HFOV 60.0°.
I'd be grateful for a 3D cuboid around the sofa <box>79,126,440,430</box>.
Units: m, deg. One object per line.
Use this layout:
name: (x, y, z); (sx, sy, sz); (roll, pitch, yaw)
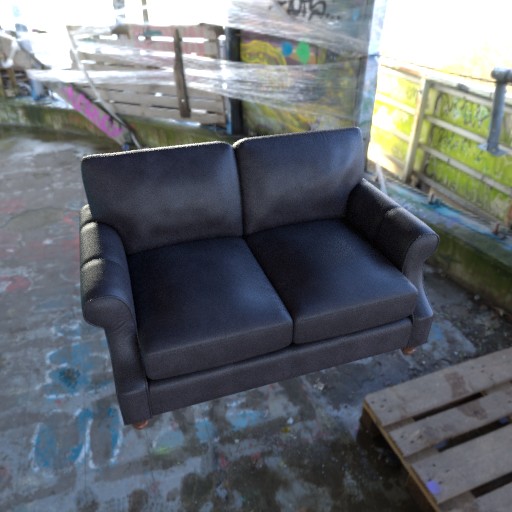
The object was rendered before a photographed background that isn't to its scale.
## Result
sofa: (0.000, 0.000, 2.268); (1.663, 0.979, 1.030); (-11, 35, -16)
